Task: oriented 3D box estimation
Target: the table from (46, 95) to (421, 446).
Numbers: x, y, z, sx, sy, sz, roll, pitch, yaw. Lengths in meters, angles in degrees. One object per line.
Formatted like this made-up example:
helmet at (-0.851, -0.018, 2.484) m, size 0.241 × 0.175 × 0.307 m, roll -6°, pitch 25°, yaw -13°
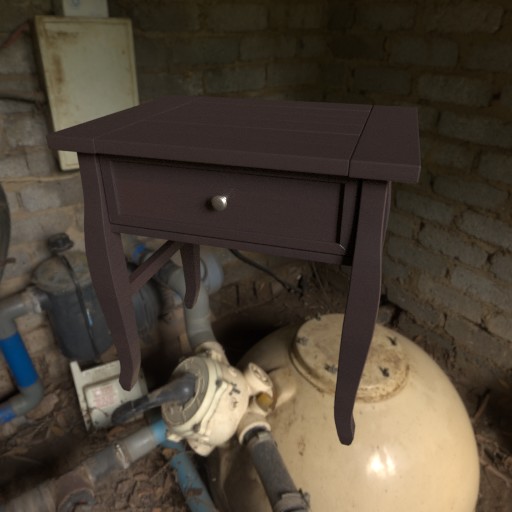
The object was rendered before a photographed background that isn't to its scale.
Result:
table at (0.000, 0.000, 1.005) m, size 0.602 × 0.605 × 0.460 m, roll 8°, pitch 29°, yaw 15°
